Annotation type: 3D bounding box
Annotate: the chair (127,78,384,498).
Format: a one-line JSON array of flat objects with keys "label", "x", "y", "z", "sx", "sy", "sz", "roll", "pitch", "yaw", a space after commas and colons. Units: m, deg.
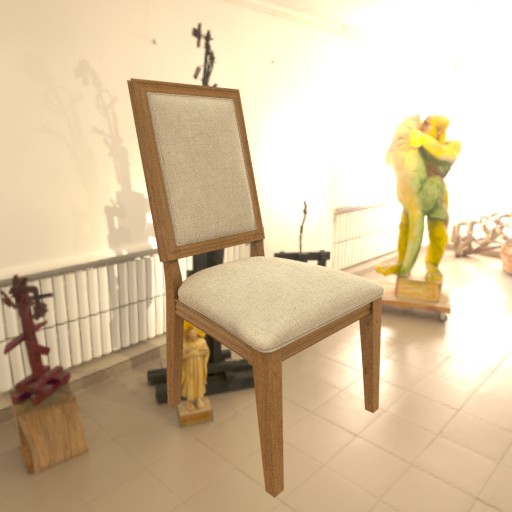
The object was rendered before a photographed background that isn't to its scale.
[{"label": "chair", "x": 0.000, "y": 0.000, "z": 1.304, "sx": 0.601, "sy": 0.988, "sz": 0.536, "roll": 14, "pitch": 20, "yaw": 42}]
